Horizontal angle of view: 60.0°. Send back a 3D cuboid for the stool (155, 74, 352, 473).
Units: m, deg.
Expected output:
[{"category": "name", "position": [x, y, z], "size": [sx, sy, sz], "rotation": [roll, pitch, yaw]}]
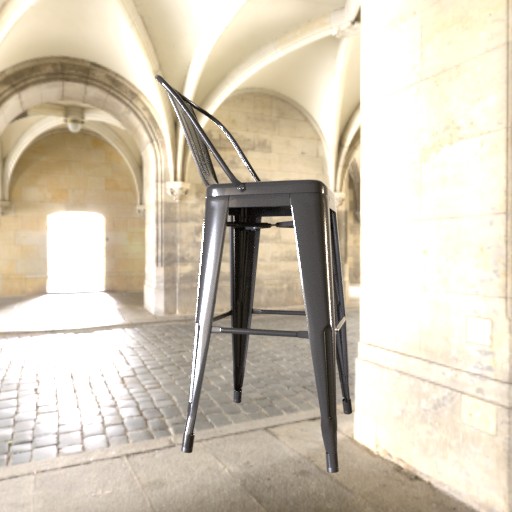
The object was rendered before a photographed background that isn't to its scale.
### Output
[{"category": "stool", "position": [0.000, 0.000, 1.307], "size": [0.528, 1.022, 0.432], "rotation": [0, 1, 17]}]
